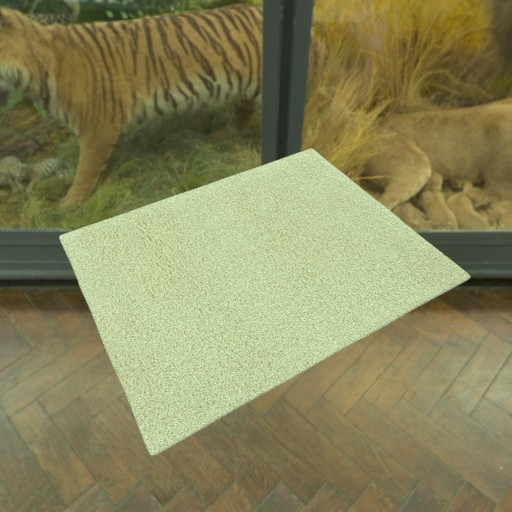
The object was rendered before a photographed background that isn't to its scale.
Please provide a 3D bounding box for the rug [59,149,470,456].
[{"bbox_3d":[0.000,0.000,4.154,3.047,0.029,2.438,-23,50,-21],"label":"rug"}]
